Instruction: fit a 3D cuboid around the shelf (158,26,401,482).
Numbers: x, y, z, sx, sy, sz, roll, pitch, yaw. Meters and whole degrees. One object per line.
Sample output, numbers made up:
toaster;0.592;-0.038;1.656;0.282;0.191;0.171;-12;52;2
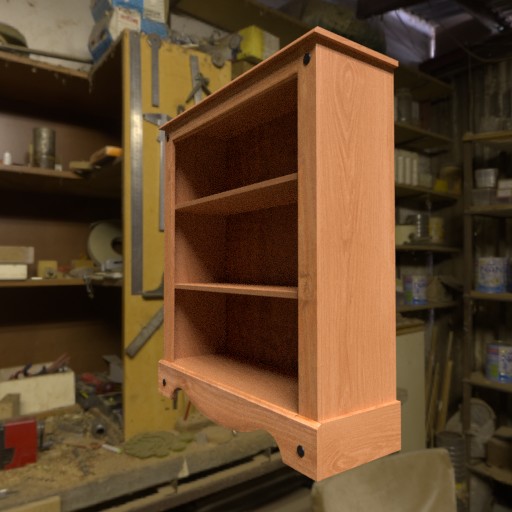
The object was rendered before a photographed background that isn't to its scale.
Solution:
shelf;0.000;0.000;1.374;0.291;0.980;0.840;1;-2;-36
